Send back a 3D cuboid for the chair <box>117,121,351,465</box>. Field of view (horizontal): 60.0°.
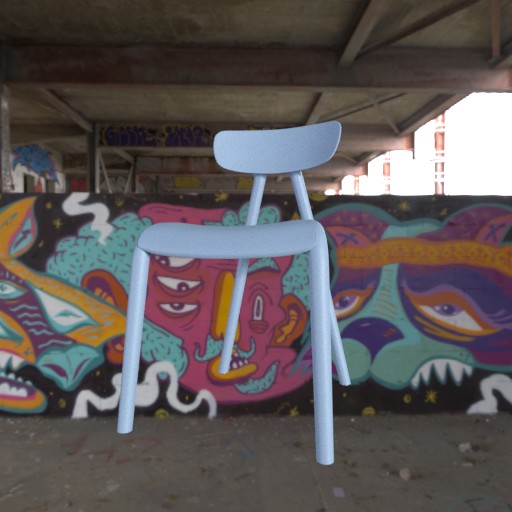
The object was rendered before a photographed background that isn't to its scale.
[{"bbox_3d":[0.000,0.000,0.855,0.356,0.580,0.401,0,1,18],"label":"chair"}]
